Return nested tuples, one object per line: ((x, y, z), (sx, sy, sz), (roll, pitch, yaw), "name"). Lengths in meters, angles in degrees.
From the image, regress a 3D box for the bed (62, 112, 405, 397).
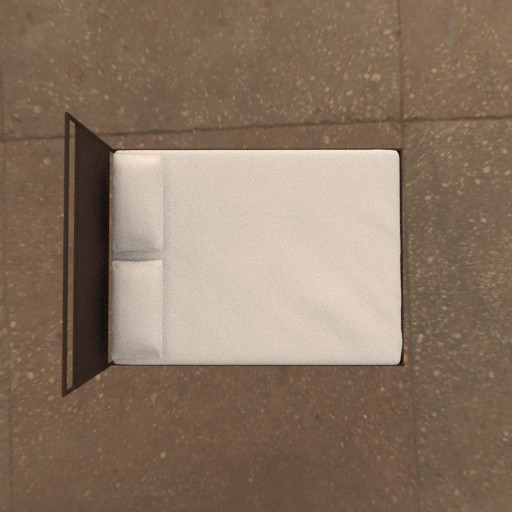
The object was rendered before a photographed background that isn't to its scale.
((0.000, 0.000, 3.018), (2.122, 1.173, 1.572), (0, 89, 0), "bed")
